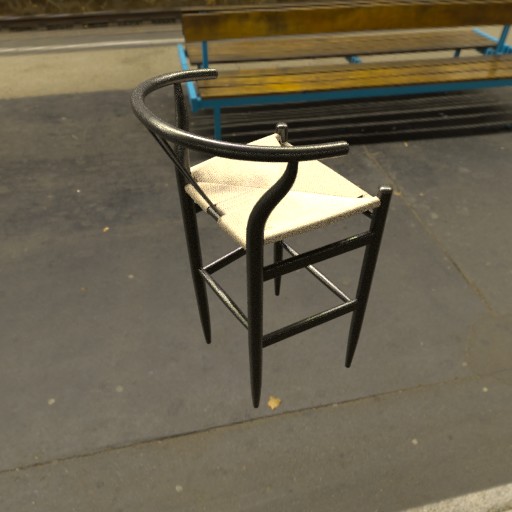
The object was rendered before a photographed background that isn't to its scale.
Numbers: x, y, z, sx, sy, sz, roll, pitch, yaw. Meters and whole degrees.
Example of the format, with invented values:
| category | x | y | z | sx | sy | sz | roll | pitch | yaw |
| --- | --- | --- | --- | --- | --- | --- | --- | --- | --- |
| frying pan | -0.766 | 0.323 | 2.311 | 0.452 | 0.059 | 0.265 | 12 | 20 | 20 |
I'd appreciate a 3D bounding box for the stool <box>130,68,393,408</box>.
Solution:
| category | x | y | z | sx | sy | sz | roll | pitch | yaw |
| --- | --- | --- | --- | --- | --- | --- | --- | --- | --- |
| stool | 0.000 | 0.000 | 1.397 | 0.579 | 1.072 | 0.569 | -24 | 47 | -25 |
